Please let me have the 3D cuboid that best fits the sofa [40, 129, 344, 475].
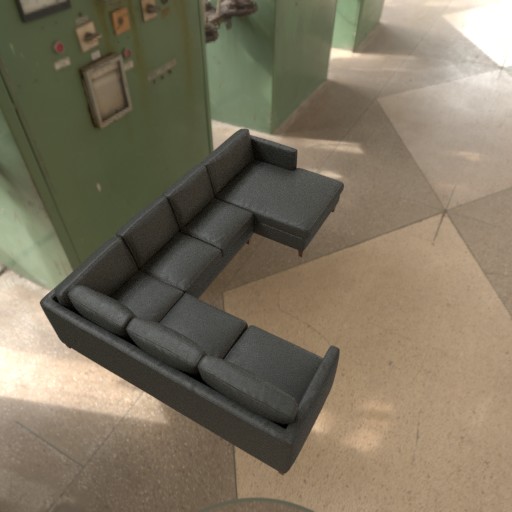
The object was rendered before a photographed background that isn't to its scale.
[{"bbox_3d":[0.000,0.000,4.756,2.593,0.923,3.460,22,50,20],"label":"sofa"}]
